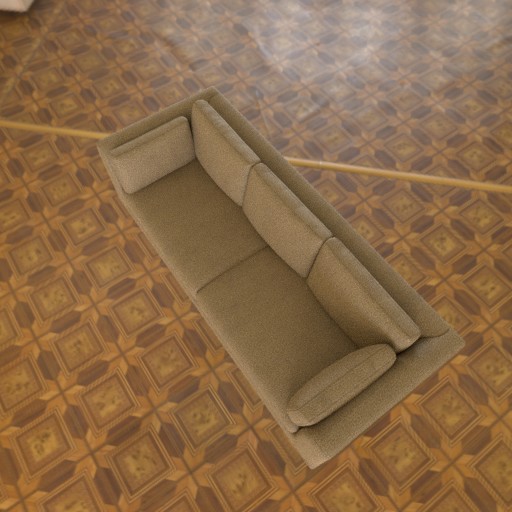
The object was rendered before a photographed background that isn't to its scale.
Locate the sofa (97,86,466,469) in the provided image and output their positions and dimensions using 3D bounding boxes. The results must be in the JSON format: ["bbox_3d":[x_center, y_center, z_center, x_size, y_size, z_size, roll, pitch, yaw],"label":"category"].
[{"bbox_3d":[0.000,0.000,2.914,0.969,0.867,2.415,-32,66,-17],"label":"sofa"}]
